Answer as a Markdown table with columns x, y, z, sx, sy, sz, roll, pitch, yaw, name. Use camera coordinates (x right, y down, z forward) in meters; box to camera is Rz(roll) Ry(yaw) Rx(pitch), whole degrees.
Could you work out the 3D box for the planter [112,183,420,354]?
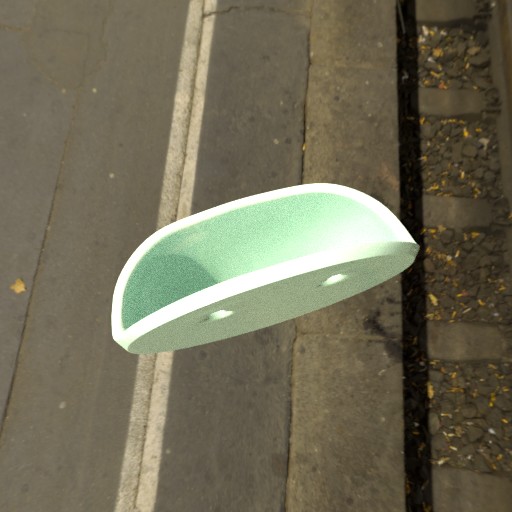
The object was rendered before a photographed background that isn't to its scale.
| x | y | z | sx | sy | sz | roll | pitch | yaw | name |
| --- | --- | --- | --- | --- | --- | --- | --- | --- | --- |
| 0.000 | 0.000 | 0.281 | 0.189 | 0.164 | 0.073 | -17 | 75 | -5 | planter |
